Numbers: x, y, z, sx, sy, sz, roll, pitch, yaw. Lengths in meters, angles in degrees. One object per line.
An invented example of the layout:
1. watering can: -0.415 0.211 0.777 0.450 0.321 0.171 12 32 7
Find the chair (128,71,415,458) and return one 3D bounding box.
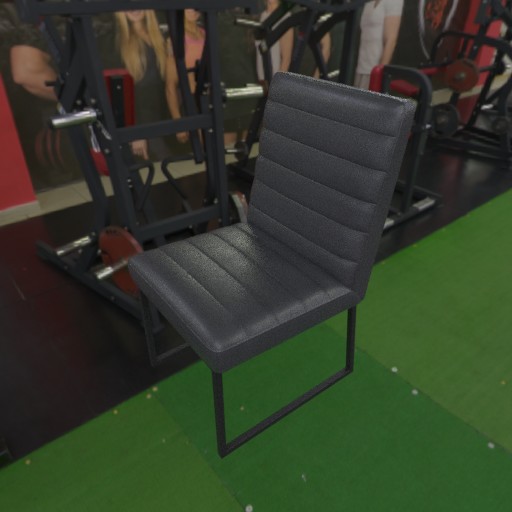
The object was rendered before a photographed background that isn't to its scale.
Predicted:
1. chair: 0.000 0.000 1.339 0.634 0.930 0.520 -22 39 -30
